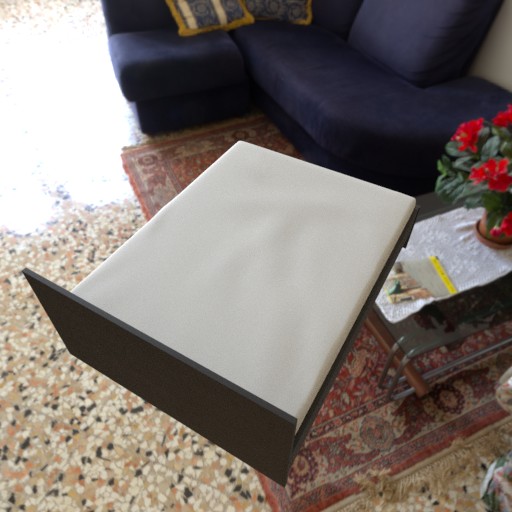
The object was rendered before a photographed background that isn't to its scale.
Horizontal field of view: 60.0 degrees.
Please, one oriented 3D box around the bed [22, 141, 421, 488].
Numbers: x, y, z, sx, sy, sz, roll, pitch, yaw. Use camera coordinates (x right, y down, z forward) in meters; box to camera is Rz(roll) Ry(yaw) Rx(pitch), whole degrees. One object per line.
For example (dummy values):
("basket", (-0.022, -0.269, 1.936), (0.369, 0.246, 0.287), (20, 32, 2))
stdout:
("bed", (0.000, 0.000, 2.920), (1.585, 0.823, 2.073), (23, 51, 20))
